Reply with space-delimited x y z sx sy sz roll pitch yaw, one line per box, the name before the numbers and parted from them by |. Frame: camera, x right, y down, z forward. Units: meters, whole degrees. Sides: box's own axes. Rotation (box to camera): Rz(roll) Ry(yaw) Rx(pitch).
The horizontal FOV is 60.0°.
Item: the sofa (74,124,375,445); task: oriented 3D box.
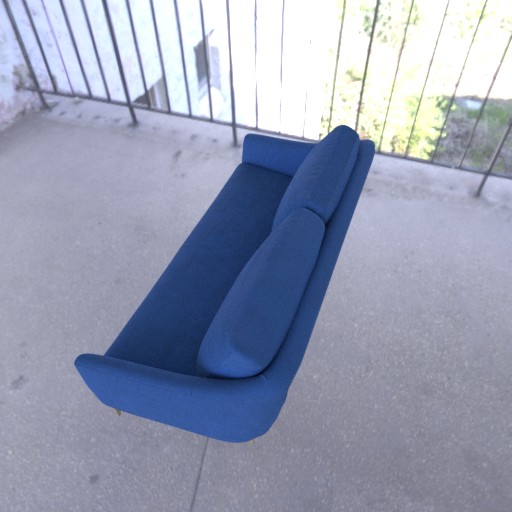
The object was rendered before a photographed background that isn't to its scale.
sofa | 0.000 0.000 2.559 0.960 0.903 2.036 16 48 14
